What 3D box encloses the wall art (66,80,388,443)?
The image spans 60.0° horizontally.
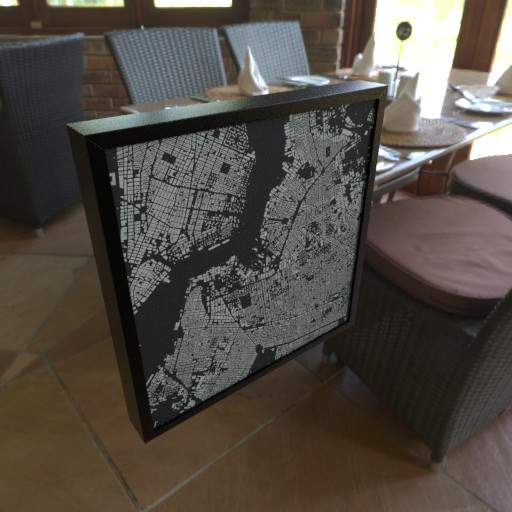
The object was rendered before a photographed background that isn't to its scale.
[{"bbox_3d":[0.000,0.000,0.445,0.299,0.299,0.037,-21,37,-32],"label":"wall art"}]
